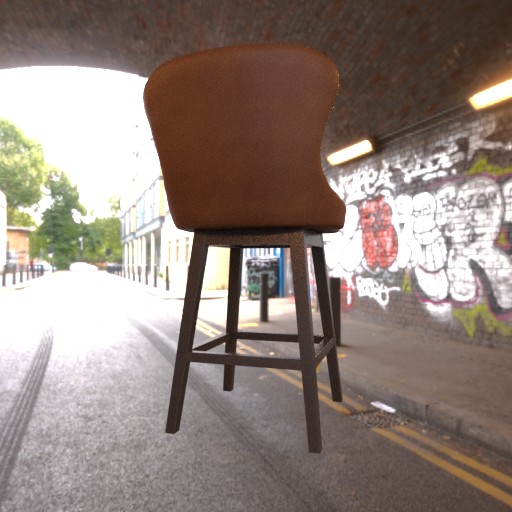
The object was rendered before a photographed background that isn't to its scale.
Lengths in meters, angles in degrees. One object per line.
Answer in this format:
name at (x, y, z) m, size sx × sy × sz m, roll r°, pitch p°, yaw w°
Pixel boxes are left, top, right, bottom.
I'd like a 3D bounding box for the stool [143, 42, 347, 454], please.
stool at (0.000, 0.000, 1.294) m, size 0.528 × 0.971 × 0.593 m, roll 0°, pitch -1°, yaw 18°
